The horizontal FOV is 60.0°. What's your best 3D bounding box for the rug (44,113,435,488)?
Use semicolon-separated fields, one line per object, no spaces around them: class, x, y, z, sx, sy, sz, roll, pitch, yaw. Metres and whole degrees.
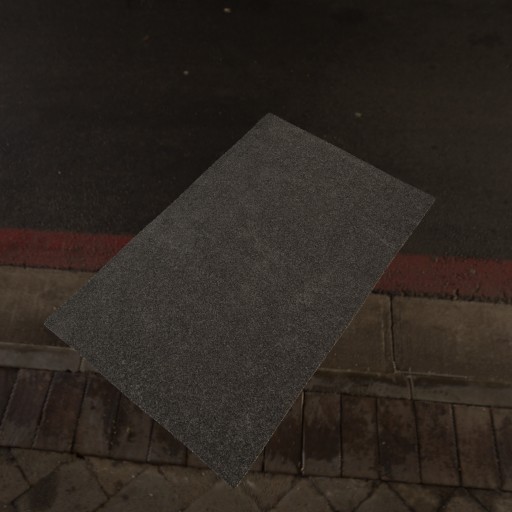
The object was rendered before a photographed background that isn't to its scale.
rug;0.000;0.000;2.970;1.502;0.025;2.350;33;64;18
